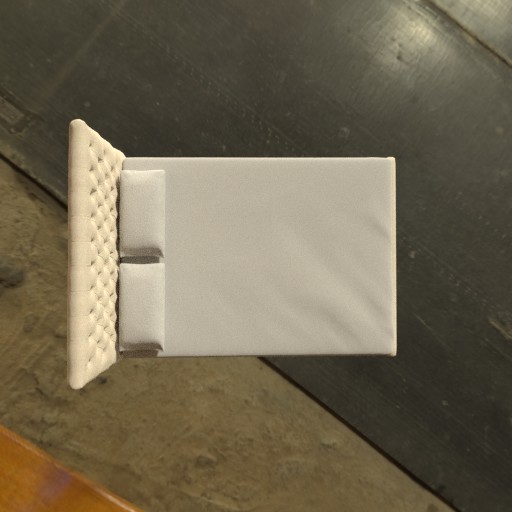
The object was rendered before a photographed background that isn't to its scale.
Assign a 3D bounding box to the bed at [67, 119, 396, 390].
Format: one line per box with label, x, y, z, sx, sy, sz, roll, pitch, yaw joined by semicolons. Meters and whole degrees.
bed;0.000;0.000;3.461;2.387;1.427;1.698;0;89;-1
